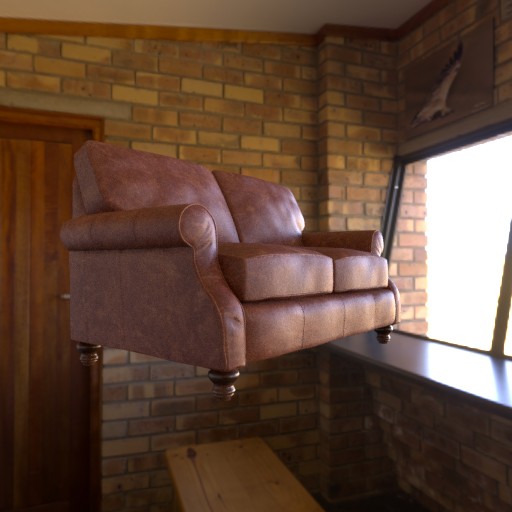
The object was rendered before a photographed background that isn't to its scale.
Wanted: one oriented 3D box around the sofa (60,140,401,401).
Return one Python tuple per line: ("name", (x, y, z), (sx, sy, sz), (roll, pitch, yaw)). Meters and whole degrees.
("sofa", (0.000, 0.000, 2.209), (0.990, 0.967, 1.616), (-1, -1, 39))
